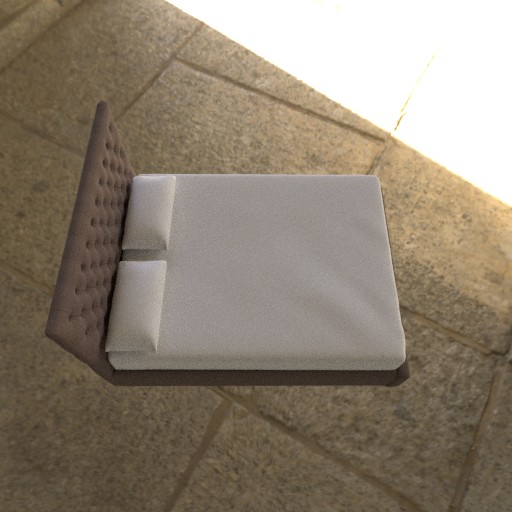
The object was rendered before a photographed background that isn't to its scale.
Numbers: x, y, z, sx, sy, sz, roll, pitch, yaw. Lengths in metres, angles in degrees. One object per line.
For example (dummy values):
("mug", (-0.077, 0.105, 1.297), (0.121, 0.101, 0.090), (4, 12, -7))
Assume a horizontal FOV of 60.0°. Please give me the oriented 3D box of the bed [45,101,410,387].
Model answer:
("bed", (0.000, 0.000, 3.303), (2.233, 1.426, 1.696), (0, 63, 0))
